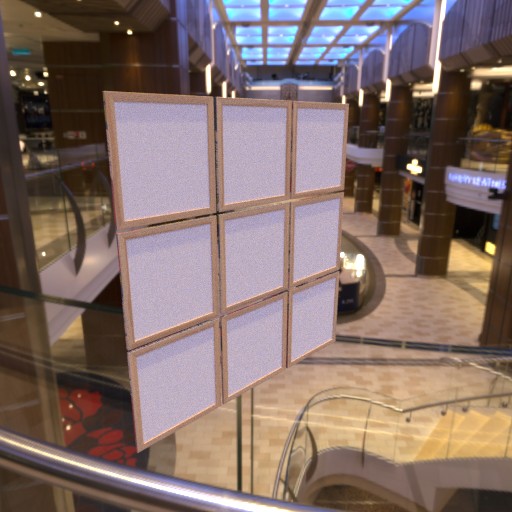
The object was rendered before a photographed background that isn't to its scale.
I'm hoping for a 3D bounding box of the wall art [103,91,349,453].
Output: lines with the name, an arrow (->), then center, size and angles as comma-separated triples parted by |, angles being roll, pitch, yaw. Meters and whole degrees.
wall art -> 0.000, 0.000, 2.297 | 1.519, 1.534, 0.013 | -16, 23, -43
